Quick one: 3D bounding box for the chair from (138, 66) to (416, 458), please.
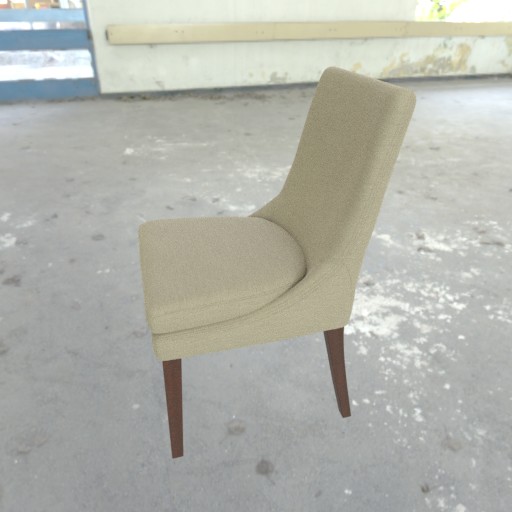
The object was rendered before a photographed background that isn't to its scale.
[{"bbox_3d":[0.000,0.000,1.261,0.638,0.940,0.515,-8,31,-13],"label":"chair"}]
